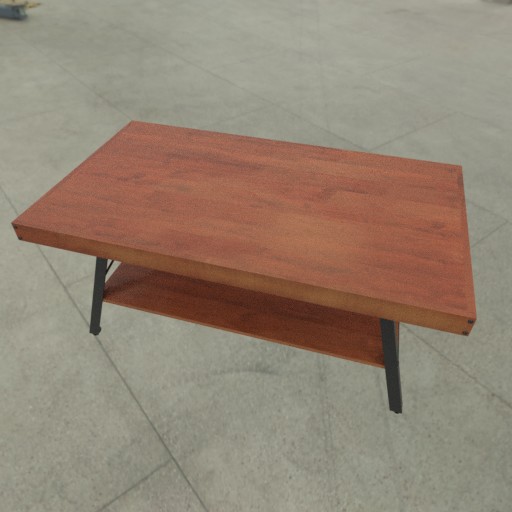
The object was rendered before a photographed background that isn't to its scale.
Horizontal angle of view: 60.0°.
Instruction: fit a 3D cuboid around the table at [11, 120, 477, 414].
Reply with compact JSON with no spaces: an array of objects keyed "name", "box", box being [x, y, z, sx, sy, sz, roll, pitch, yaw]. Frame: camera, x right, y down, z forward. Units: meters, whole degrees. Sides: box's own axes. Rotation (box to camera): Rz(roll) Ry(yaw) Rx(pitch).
[{"name":"table","box":[0.000,0.000,1.335,1.067,0.457,0.610,11,43,12]}]
